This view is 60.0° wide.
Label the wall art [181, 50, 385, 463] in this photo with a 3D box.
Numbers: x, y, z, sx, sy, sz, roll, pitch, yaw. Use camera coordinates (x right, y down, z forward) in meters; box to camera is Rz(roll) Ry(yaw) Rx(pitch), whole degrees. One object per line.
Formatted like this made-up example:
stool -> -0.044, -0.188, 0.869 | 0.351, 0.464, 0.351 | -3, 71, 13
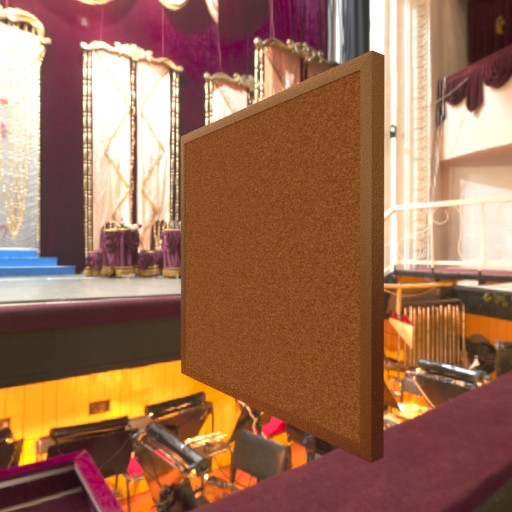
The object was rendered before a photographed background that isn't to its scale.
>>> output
wall art -> 0.000, 0.000, 1.139 | 0.036, 0.765, 0.767 | 0, 1, -37
